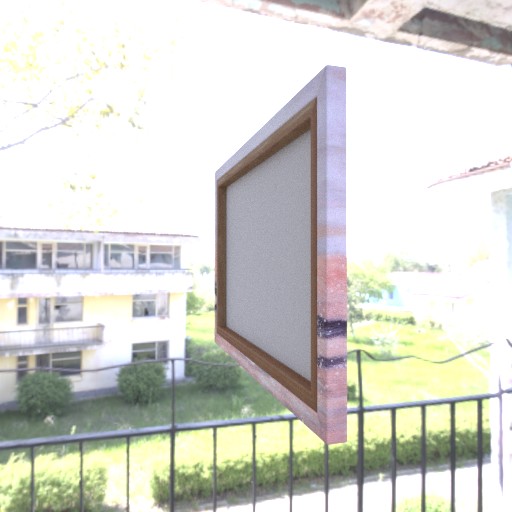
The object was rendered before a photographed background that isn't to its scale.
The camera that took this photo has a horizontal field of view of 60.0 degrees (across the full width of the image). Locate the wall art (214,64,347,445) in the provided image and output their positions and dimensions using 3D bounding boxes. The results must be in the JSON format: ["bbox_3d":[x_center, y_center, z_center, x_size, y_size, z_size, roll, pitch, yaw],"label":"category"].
[{"bbox_3d":[0.000,0.000,1.149,0.038,0.609,0.913,0,0,-17],"label":"wall art"}]
